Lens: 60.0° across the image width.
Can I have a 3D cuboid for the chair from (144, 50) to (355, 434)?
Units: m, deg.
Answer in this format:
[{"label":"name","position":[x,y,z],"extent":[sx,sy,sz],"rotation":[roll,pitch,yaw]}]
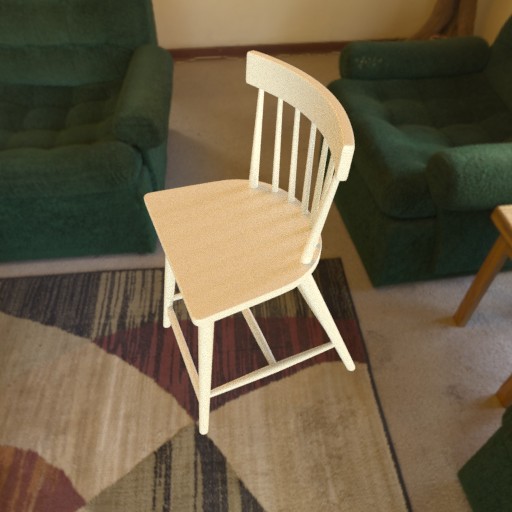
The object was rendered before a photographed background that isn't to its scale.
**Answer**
[{"label":"chair","position":[0.000,0.000,1.268],"extent":[0.572,0.952,0.483],"rotation":[-17,49,-16]}]
